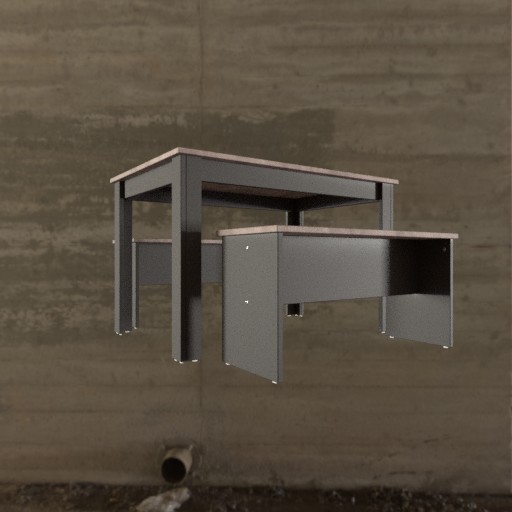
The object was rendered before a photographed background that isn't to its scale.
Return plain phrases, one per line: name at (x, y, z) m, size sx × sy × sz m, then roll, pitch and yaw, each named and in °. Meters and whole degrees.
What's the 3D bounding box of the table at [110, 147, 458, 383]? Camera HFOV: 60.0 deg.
table at (0.000, 0.000, 2.024) m, size 1.100 × 0.700 × 1.443 m, roll 0°, pitch 0°, yaw -35°
